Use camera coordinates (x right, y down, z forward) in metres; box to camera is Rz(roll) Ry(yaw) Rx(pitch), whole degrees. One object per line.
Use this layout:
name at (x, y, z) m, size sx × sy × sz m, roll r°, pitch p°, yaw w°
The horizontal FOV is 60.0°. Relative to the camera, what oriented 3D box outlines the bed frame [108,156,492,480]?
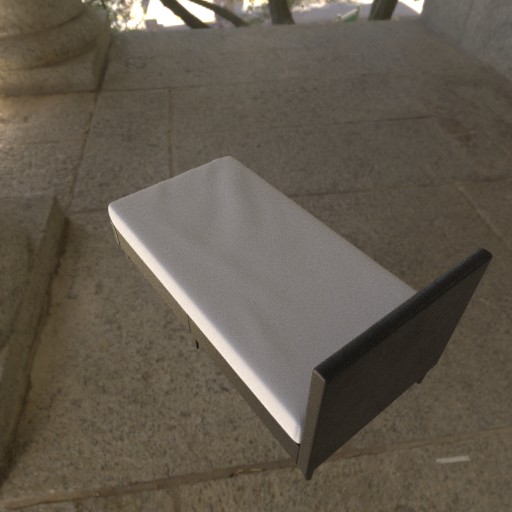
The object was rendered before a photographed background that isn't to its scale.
bed frame at (0.000, 0.000, 2.530) m, size 1.038 × 1.046 × 2.152 m, roll -28°, pitch 51°, yaw -26°
